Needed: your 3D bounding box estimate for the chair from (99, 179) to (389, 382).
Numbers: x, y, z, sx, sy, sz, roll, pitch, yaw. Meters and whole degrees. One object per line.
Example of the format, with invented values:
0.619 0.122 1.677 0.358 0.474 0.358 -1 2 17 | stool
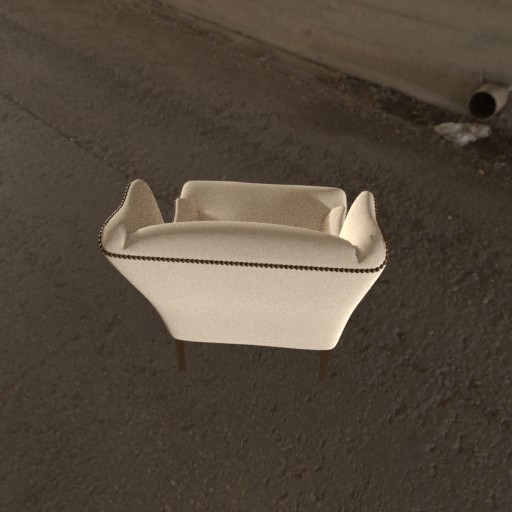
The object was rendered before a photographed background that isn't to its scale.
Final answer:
0.000 0.000 1.673 0.737 1.029 0.940 3 47 3 | chair
